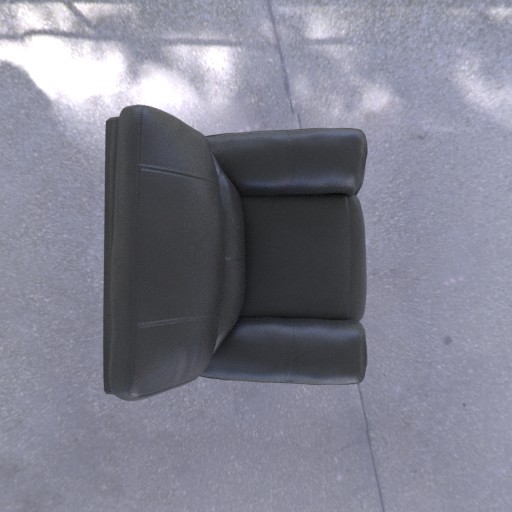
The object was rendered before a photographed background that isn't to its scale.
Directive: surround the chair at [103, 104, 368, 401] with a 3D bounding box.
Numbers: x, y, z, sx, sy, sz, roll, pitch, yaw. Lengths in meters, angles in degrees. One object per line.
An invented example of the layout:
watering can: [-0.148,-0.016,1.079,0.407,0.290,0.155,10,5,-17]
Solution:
chair: [0.000,0.000,1.978,1.087,1.109,1.096,0,88,0]
